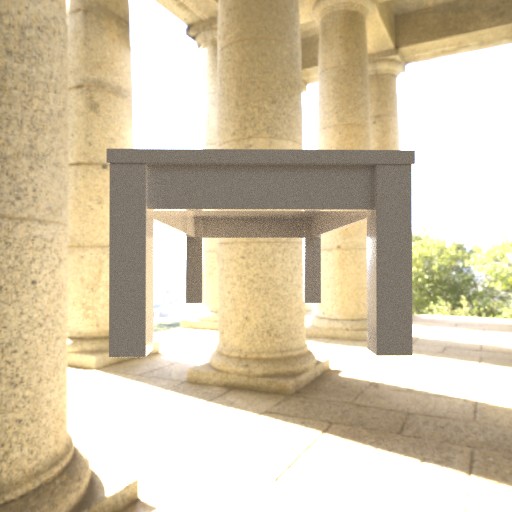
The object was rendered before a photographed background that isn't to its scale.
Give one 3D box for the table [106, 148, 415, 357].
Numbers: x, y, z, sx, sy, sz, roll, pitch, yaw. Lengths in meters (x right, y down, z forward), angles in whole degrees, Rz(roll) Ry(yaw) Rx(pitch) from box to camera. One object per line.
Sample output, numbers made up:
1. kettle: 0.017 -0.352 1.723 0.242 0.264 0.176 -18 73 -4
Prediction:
1. table: 0.000 0.000 1.676 0.700 0.470 1.350 0 -1 -1
